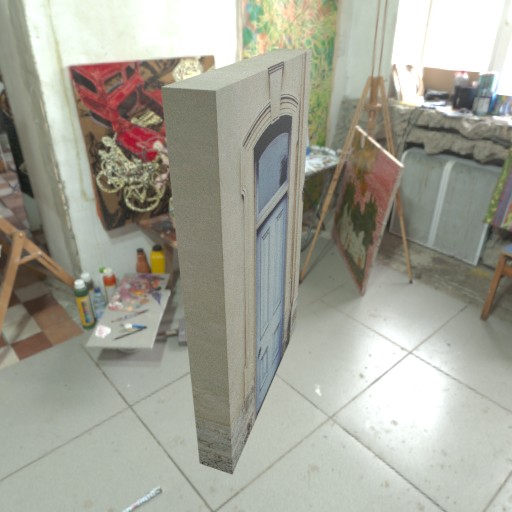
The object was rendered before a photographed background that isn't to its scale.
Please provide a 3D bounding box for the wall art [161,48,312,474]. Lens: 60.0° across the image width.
[{"bbox_3d":[0.000,0.000,0.474,0.038,0.381,0.254,10,32,17],"label":"wall art"}]
